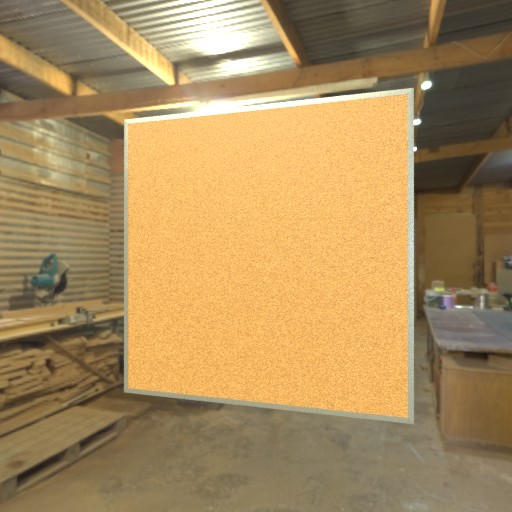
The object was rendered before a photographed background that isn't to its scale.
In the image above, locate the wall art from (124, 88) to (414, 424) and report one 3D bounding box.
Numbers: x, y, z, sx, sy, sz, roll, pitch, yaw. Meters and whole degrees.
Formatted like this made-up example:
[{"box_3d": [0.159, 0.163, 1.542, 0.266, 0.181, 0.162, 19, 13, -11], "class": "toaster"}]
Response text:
[{"box_3d": [0.000, 0.000, 1.206, 0.809, 0.807, 0.038, 0, 0, 18], "class": "wall art"}]
